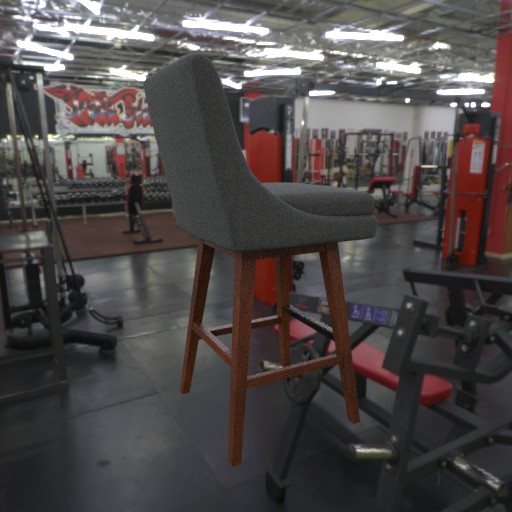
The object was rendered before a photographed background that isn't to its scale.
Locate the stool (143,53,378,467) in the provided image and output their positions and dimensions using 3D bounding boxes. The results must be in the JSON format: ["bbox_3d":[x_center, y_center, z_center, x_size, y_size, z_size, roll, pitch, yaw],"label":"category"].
[{"bbox_3d":[0.000,0.000,1.270,0.524,0.977,0.447,-7,15,-27],"label":"stool"}]
